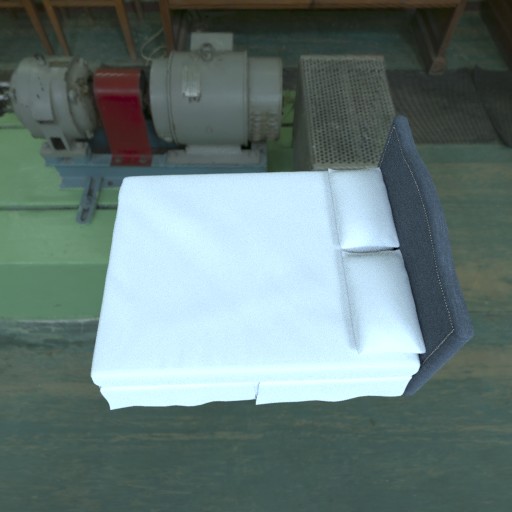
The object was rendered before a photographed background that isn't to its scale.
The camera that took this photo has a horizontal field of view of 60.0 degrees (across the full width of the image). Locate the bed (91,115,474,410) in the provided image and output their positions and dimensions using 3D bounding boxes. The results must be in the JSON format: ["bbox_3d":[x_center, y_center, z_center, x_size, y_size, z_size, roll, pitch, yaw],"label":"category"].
[{"bbox_3d":[0.000,0.000,3.822,2.689,1.457,2.161,-2,58,-1],"label":"bed"}]
